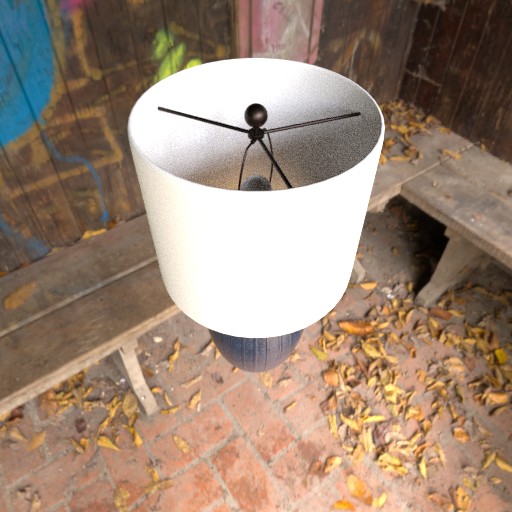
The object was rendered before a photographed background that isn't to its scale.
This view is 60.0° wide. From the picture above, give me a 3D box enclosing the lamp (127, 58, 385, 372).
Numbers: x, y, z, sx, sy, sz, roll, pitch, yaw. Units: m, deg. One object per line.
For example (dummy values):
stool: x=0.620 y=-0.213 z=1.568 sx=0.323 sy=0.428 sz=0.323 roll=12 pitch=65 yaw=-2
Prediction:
lamp: x=0.000 y=0.000 z=0.775 sx=0.329 sy=0.570 sz=0.329 roll=19 pitch=50 yaw=17
